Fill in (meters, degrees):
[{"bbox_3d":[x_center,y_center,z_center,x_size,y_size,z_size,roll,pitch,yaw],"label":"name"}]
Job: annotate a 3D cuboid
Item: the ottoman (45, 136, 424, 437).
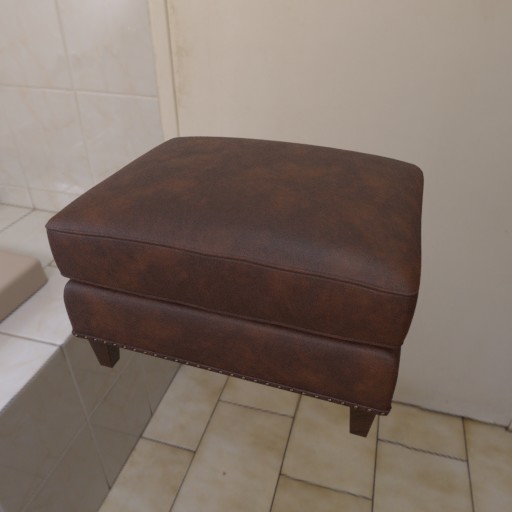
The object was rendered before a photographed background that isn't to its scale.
[{"bbox_3d":[0.000,0.000,1.118,0.742,0.486,0.586,10,34,15],"label":"ottoman"}]
